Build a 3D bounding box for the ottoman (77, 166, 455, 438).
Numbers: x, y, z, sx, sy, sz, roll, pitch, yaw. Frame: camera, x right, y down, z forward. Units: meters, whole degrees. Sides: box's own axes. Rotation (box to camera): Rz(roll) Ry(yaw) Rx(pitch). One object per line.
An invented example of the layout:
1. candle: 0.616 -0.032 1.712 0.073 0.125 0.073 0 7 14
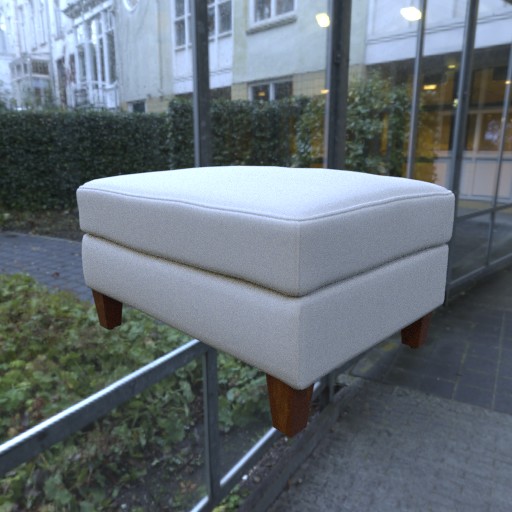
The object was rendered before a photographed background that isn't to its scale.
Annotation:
1. ottoman: 0.000 0.000 1.201 0.818 0.479 0.634 14 19 43
